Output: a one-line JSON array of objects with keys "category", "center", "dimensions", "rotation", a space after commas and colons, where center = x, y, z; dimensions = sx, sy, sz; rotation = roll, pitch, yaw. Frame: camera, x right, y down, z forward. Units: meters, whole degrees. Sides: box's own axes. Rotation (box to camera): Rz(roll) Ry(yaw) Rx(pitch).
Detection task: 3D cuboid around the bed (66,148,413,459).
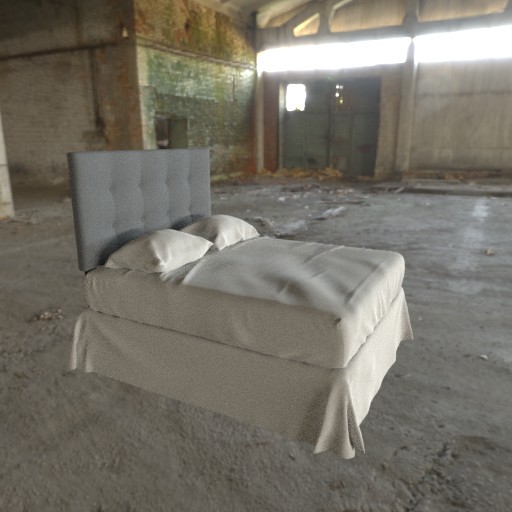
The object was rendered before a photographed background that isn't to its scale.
[{"category": "bed", "center": [0.000, 0.000, 3.414], "dimensions": [2.222, 1.577, 1.936], "rotation": [8, 17, 27]}]
